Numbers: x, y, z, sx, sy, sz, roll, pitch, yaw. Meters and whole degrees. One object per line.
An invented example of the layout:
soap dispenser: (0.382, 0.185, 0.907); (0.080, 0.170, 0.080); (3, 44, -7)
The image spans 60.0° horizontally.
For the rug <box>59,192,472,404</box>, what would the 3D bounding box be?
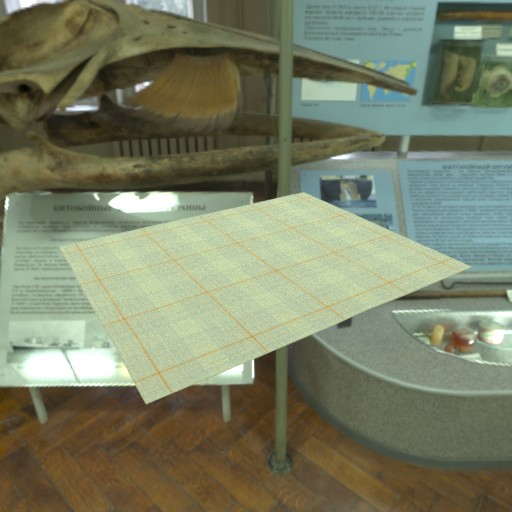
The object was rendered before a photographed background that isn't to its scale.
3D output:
rug: (0.000, 0.000, 4.170); (3.051, 0.021, 2.448); (-16, 31, -29)
